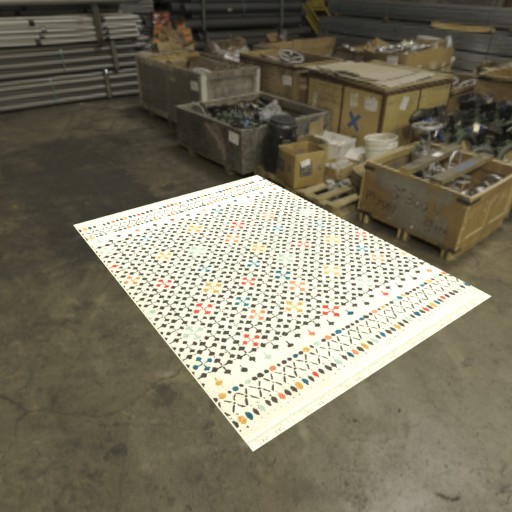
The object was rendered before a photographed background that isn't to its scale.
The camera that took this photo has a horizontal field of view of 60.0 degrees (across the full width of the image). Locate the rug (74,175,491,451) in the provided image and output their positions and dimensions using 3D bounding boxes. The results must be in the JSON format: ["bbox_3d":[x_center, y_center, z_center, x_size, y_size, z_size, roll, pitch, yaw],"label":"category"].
[{"bbox_3d":[0.000,0.000,1.983,1.146,0.006,1.556,-21,38,-30],"label":"rug"}]
